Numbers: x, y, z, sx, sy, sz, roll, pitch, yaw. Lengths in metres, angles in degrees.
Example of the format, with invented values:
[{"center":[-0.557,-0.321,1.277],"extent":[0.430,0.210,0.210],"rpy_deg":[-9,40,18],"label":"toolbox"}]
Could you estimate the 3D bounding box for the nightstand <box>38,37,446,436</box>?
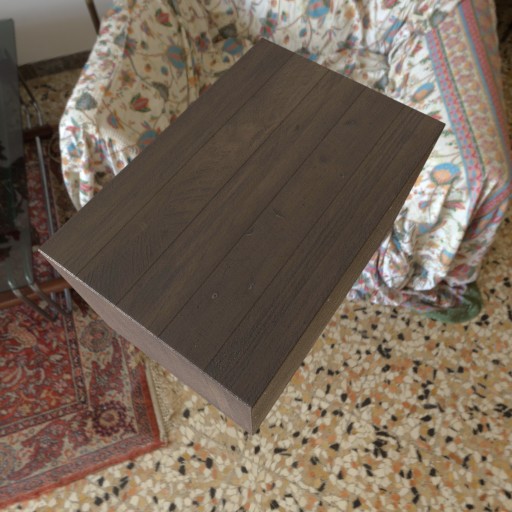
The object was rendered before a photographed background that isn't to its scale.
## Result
[{"center":[0.000,0.000,1.065],"extent":[0.450,0.599,0.650],"rpy_deg":[32,67,15],"label":"nightstand"}]
